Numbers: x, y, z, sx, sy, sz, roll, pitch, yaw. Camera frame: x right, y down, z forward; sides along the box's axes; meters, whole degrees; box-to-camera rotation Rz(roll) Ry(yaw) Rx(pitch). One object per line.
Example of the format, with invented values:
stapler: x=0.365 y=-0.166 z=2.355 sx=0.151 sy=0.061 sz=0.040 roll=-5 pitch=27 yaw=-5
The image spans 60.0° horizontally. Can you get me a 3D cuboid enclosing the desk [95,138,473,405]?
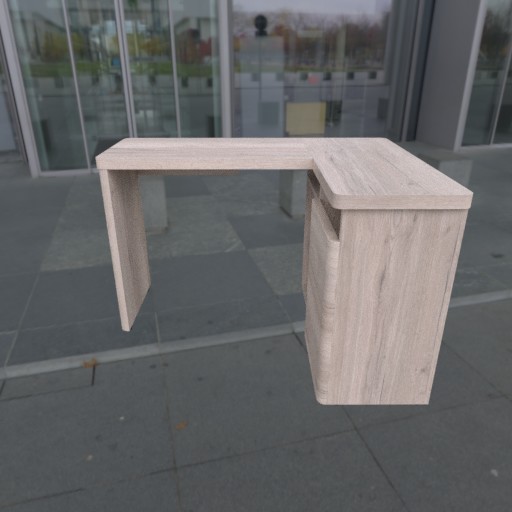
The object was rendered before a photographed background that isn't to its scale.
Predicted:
desk: x=0.000 y=0.000 z=1.740 sx=1.169 sy=0.760 sz=0.900 roll=0 pitch=24 yaw=0
